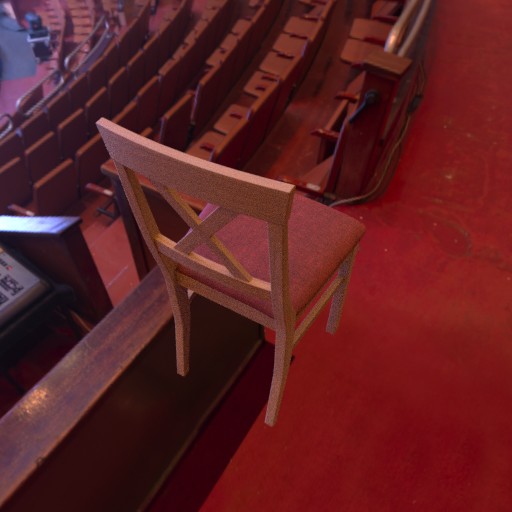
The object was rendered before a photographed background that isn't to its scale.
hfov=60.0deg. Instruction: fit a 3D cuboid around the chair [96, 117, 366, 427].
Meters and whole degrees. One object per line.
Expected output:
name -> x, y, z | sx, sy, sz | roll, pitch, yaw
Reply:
chair -> 0.000, 0.000, 1.159 | 0.439, 0.912, 0.492 | 23, 52, 20
